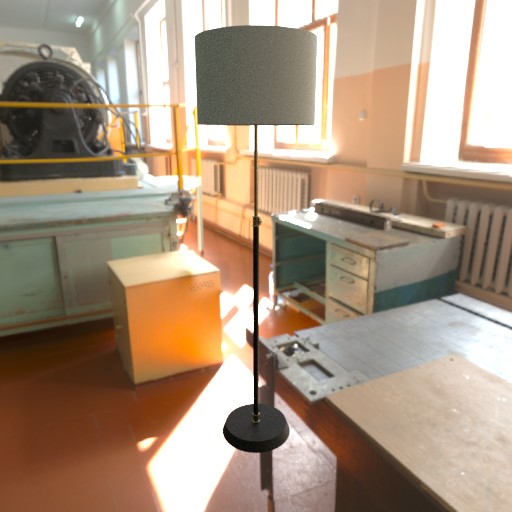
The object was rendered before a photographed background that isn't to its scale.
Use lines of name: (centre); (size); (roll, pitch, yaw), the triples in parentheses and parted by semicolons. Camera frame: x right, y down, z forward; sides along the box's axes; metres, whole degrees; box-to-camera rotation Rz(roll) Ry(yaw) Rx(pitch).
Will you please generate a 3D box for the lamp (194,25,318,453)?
lamp: (0.000, 0.000, 1.663); (0.404, 1.517, 0.404); (2, 16, 8)
